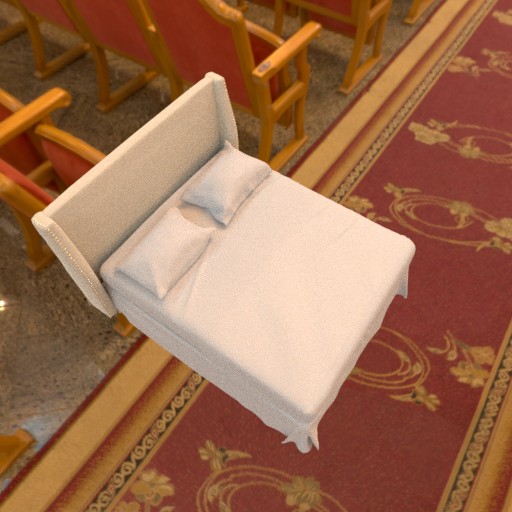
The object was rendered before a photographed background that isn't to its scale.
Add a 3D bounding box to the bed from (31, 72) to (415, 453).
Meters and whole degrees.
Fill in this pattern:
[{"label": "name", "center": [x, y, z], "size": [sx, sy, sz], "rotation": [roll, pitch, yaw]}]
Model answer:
[{"label": "bed", "center": [0.000, 0.000, 3.482], "size": [2.276, 1.332, 1.925], "rotation": [31, 63, 18]}]
